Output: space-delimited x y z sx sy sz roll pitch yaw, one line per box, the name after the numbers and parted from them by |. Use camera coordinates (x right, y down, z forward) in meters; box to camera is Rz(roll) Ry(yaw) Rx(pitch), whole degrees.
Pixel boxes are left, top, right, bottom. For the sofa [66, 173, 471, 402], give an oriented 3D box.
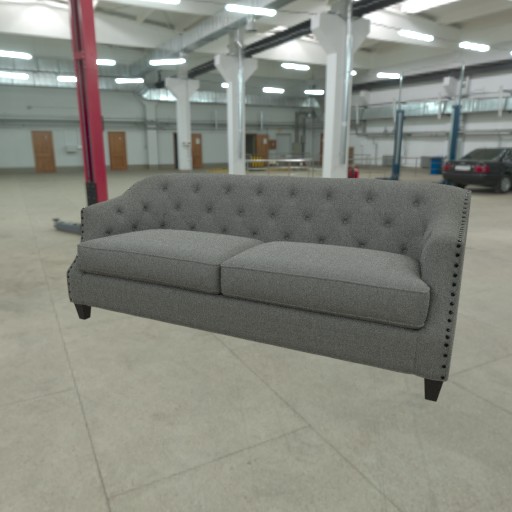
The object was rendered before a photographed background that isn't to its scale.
0.000 0.000 2.648 2.235 0.901 0.914 7 16 25 | sofa
